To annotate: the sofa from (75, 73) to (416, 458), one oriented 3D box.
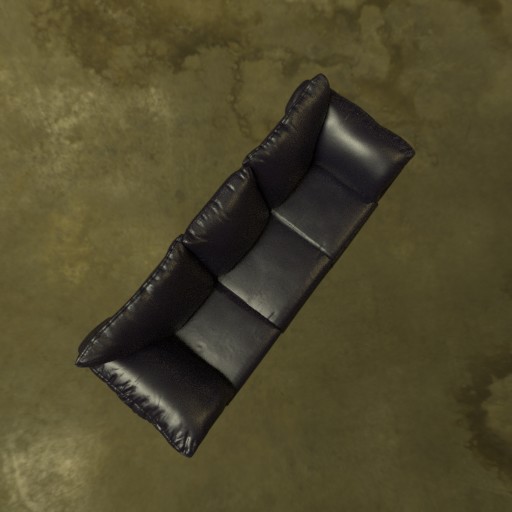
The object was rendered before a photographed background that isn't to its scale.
[{"bbox_3d":[0.000,0.000,2.880,0.880,1.073,2.336,36,78,9],"label":"sofa"}]
